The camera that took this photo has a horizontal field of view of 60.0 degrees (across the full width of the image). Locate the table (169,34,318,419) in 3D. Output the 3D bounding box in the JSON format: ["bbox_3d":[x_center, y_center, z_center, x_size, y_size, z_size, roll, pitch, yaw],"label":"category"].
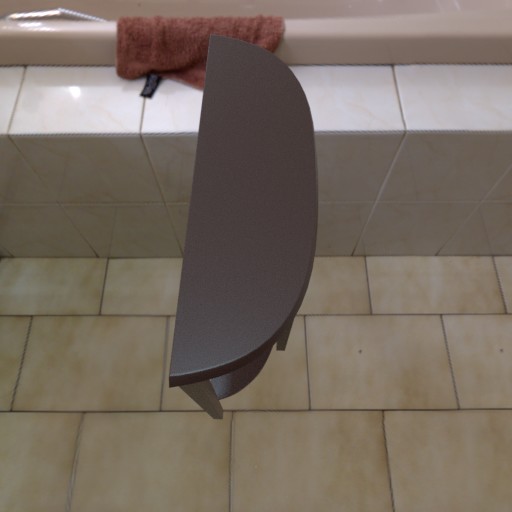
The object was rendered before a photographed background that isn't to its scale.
[{"bbox_3d":[0.000,0.000,1.341,0.274,0.831,0.909,2,65,1],"label":"table"}]
